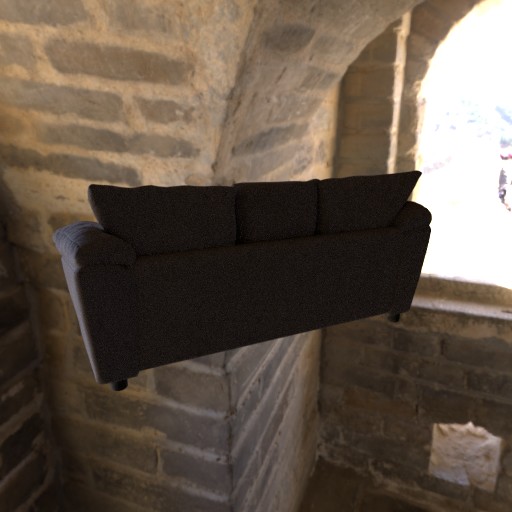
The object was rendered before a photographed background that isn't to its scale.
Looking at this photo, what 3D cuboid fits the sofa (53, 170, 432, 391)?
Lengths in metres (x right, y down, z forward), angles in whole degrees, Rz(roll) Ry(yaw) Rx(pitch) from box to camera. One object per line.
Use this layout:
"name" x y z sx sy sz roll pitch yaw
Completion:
"sofa" 0.000 0.000 2.873 2.336 1.073 0.878 -8 17 -26
